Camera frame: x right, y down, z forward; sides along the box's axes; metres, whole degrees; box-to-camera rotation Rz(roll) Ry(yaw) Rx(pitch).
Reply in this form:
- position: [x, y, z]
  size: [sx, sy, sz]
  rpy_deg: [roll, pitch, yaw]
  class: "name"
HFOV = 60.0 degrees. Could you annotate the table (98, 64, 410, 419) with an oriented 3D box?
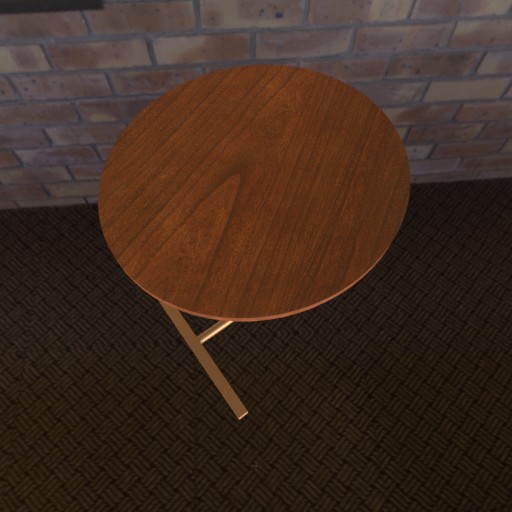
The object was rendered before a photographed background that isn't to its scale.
- position: [0.000, 0.000, 1.124]
  size: [0.577, 0.706, 0.530]
  rpy_deg: [-34, 69, -15]
  class: "table"
